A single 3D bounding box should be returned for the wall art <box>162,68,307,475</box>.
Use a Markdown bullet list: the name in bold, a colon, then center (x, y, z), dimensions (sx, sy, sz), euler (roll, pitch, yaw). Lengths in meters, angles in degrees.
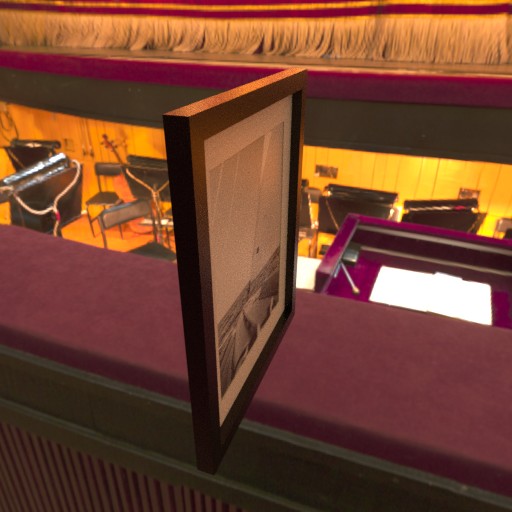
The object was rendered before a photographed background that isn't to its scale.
- **wall art**: center (0.000, 0.000, 0.768), dimensions (0.031, 0.558, 0.461), euler (10, 30, 18)
